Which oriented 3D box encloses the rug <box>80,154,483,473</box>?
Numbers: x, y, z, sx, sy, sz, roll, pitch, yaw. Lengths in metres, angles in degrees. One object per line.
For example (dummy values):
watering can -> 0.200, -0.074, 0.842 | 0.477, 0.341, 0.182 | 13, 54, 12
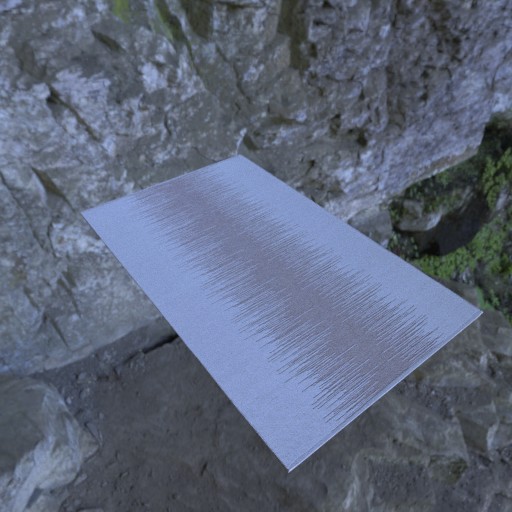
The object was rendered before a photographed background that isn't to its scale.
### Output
rug -> 0.000, 0.000, 2.998 | 1.522, 0.012, 2.440 | -27, 48, -27
